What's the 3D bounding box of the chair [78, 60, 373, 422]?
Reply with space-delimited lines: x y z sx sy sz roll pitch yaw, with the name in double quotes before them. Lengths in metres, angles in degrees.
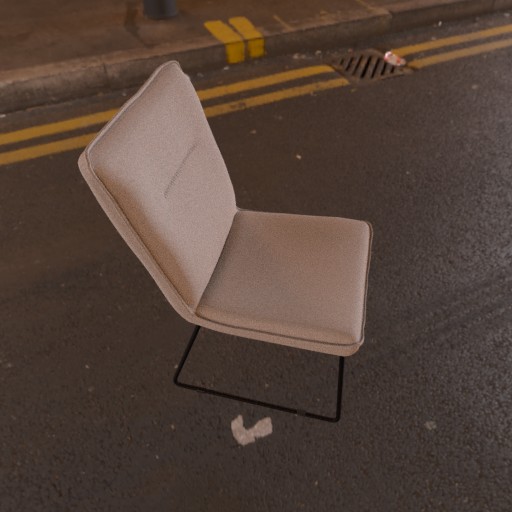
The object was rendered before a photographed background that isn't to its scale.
"chair" 0.000 0.000 1.345 0.688 0.930 0.515 10 48 9
